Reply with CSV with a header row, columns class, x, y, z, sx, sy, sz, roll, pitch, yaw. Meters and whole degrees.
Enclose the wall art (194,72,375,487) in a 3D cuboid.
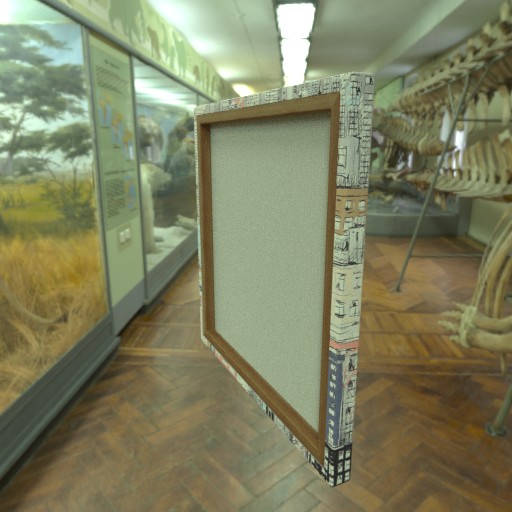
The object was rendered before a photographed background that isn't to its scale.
class,x,y,z,sx,sy,sz,roll,pitch,yaw
wall art,0.000,0.000,1.113,0.048,0.762,0.761,-7,16,-25
